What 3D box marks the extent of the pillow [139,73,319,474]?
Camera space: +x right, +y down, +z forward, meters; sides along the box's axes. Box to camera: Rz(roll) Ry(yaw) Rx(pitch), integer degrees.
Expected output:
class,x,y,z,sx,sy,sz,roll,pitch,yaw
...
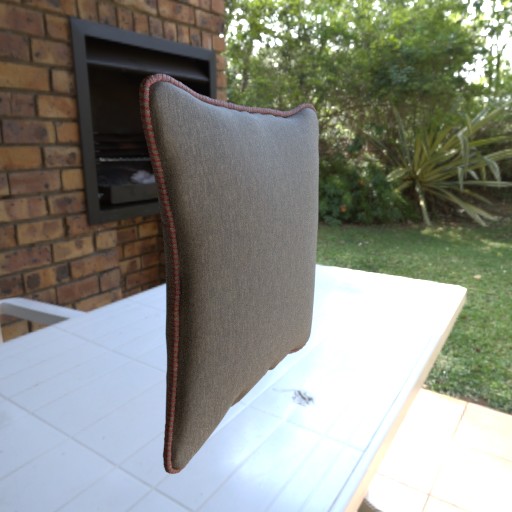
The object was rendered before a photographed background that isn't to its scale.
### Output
class,x,y,z,sx,sy,sz,roll,pitch,yaw
pillow,0.000,0.000,0.706,0.124,0.491,0.482,8,16,28
